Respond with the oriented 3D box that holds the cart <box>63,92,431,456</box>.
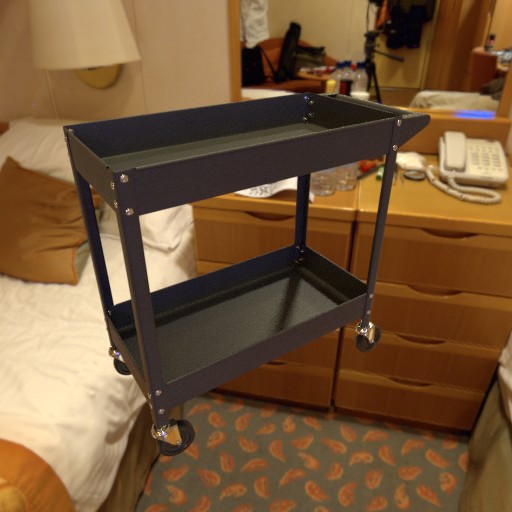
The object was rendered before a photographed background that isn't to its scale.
[{"bbox_3d":[0.000,0.000,1.171,0.779,0.719,0.366,-19,35,-28],"label":"cart"}]
